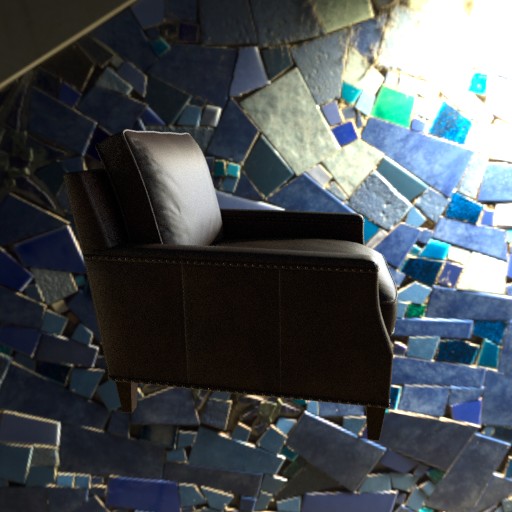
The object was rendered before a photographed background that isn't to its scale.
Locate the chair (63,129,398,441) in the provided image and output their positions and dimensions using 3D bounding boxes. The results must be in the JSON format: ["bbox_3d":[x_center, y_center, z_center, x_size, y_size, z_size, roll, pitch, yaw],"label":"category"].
[{"bbox_3d":[0.000,0.000,1.705,1.014,0.929,0.853,3,15,10],"label":"chair"}]
